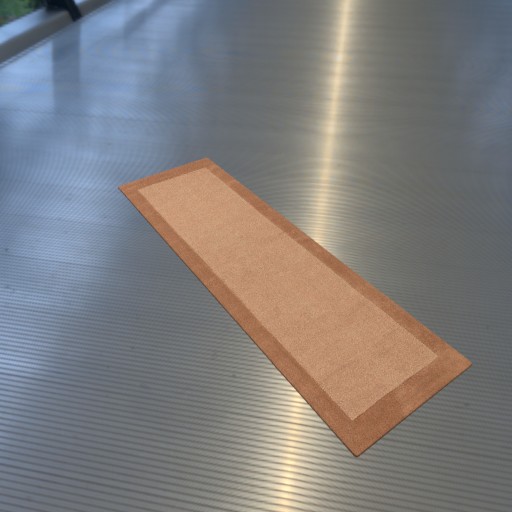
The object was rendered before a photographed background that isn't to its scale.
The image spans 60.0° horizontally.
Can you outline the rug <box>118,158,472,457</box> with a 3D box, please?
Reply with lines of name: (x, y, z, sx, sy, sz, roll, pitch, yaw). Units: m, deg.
rug: (0.000, 0.000, 2.661, 0.764, 0.017, 2.439, -25, 47, -26)
